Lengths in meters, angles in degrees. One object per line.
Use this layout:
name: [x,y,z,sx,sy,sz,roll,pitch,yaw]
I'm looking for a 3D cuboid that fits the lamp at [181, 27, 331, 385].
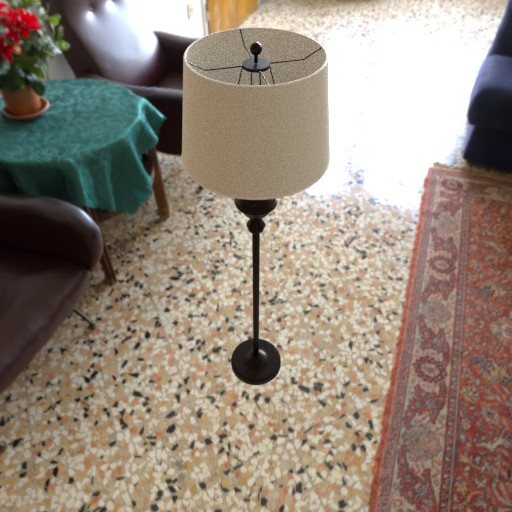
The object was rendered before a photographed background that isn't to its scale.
lamp: [0.000,0.000,1.601,0.431,1.484,0.431,0,46,0]
